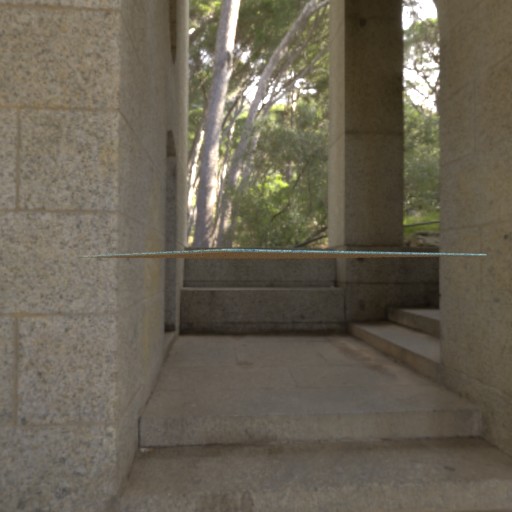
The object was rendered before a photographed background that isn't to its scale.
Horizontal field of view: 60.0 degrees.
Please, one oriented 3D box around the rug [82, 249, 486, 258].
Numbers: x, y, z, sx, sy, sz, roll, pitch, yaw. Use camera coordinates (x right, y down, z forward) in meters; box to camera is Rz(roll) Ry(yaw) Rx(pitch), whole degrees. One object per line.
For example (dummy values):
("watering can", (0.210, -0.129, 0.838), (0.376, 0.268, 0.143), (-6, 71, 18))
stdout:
("rug", (0.000, 0.000, 4.156), (2.441, 0.016, 3.050), (1, -1, -34))
